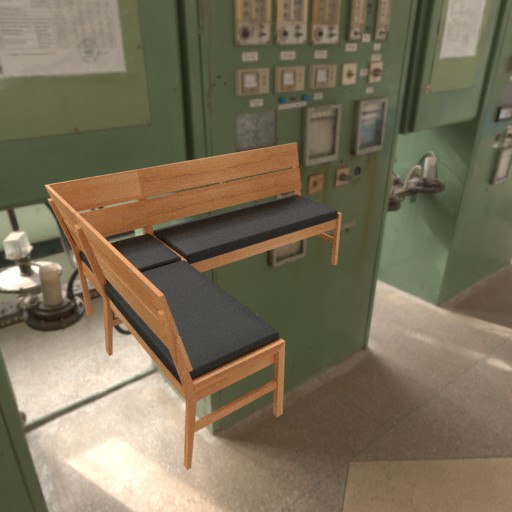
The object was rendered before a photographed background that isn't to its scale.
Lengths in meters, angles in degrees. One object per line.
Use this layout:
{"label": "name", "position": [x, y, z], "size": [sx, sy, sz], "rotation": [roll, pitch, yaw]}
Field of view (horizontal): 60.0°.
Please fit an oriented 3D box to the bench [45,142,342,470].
{"label": "bench", "position": [0.000, 0.000, 2.763], "size": [1.948, 0.890, 1.548], "rotation": [-18, 32, -32]}
